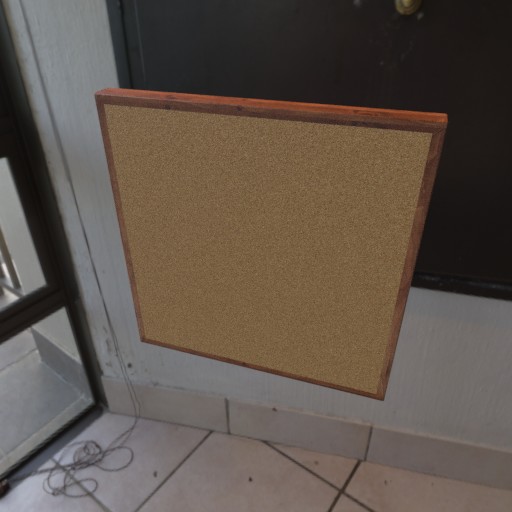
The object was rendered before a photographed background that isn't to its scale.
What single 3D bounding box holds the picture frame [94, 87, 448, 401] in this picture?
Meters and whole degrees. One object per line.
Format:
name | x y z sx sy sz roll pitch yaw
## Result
picture frame | 0.000 0.000 0.528 0.352 0.356 0.028 10 34 15
